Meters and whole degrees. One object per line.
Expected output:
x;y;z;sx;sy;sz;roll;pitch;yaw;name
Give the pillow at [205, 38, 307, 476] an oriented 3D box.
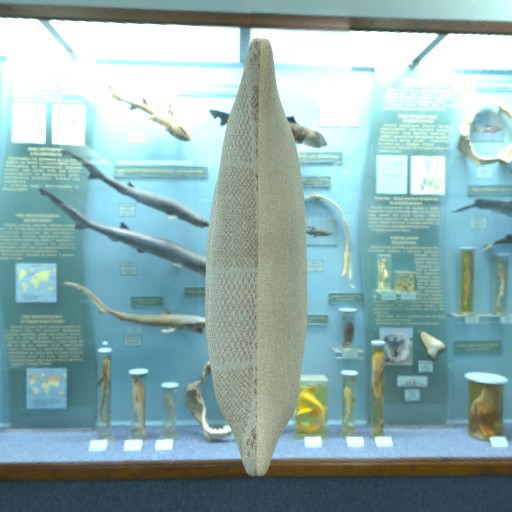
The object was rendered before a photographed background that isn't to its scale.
0.000;0.000;0.647;0.138;0.432;0.436;0;1;-1;pillow
